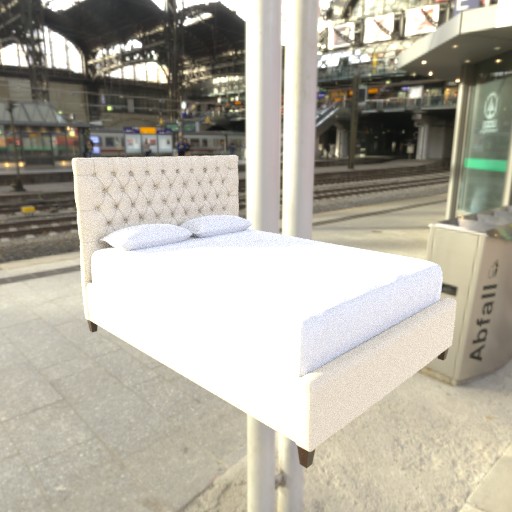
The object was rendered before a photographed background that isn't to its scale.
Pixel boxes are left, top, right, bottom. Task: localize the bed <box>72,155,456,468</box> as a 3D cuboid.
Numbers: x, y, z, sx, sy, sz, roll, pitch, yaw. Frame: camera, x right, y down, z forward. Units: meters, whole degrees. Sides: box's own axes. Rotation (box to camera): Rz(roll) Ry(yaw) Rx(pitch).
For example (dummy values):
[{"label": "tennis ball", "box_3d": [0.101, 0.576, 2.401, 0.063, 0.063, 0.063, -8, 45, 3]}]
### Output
[{"label": "bed", "box_3d": [0.000, 0.000, 3.324, 1.698, 1.427, 2.387, -13, 19, -43]}]
